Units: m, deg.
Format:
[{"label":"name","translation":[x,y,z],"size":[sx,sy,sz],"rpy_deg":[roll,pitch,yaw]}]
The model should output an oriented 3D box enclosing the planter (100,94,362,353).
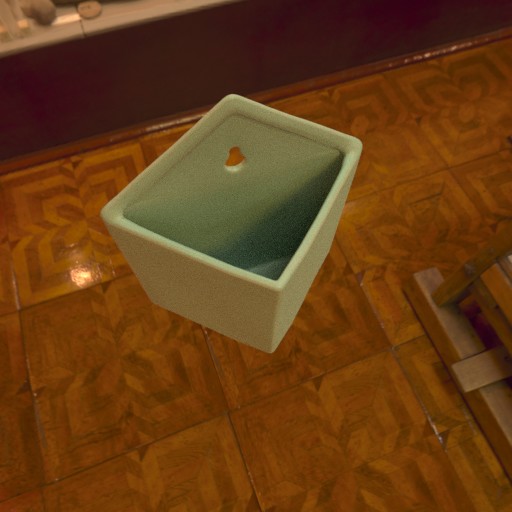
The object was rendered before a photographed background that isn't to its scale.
[{"label":"planter","translation":[0.000,0.000,0.280],"size":[0.164,0.197,0.079],"rpy_deg":[-17,65,-8]}]
